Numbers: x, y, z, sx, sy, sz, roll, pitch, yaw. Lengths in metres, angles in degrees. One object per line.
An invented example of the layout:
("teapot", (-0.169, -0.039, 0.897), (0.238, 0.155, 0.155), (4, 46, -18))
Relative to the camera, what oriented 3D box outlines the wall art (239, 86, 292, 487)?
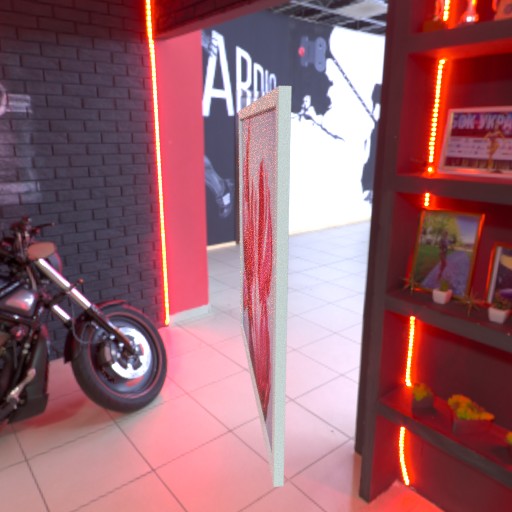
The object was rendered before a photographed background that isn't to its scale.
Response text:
("wall art", (0.000, 0.000, 1.226), (0.022, 0.803, 0.805), (-2, 15, -7))
